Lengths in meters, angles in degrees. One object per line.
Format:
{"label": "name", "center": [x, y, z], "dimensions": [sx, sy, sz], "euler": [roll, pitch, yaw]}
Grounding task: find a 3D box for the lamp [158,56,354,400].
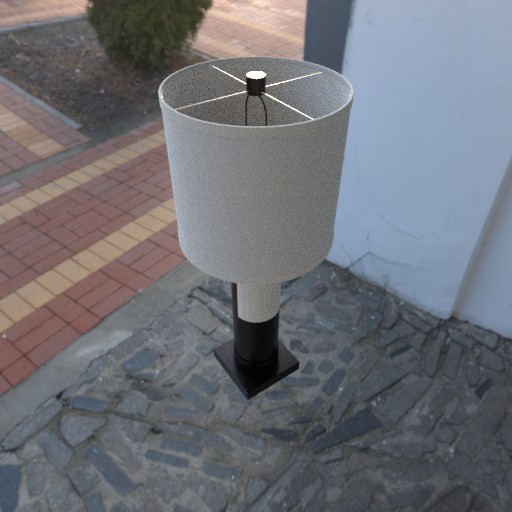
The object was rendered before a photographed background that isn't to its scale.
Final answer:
{"label": "lamp", "center": [0.000, 0.000, 0.639], "dimensions": [0.211, 0.509, 0.211], "euler": [-24, 46, -26]}
